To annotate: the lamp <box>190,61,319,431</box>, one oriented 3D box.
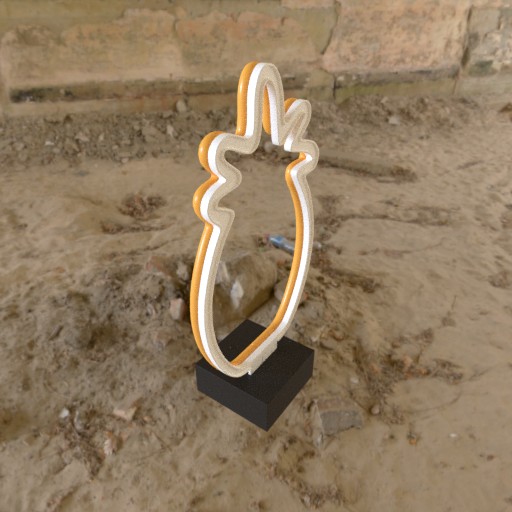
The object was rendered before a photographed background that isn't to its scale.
[{"bbox_3d":[0.000,0.000,0.390,0.088,0.317,0.167,20,37,30],"label":"lamp"}]
